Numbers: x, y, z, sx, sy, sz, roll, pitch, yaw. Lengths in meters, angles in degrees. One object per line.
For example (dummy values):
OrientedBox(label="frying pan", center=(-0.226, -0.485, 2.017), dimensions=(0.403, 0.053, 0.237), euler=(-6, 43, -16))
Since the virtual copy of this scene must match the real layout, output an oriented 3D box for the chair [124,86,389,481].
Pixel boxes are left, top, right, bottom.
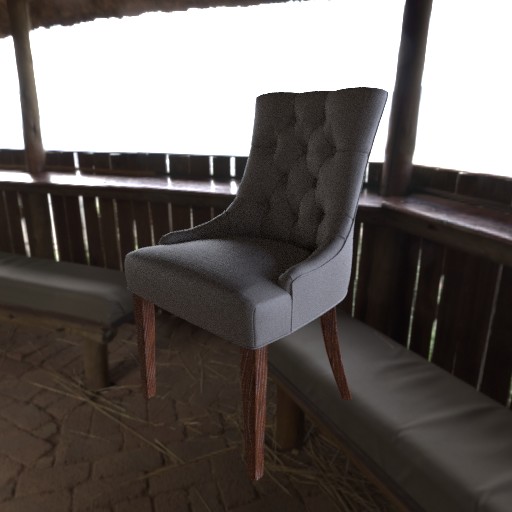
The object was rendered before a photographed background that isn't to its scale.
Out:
OrientedBox(label="chair", center=(0.000, 0.000, 1.208), dimensions=(0.509, 0.874, 0.565), euler=(16, 23, 42))
